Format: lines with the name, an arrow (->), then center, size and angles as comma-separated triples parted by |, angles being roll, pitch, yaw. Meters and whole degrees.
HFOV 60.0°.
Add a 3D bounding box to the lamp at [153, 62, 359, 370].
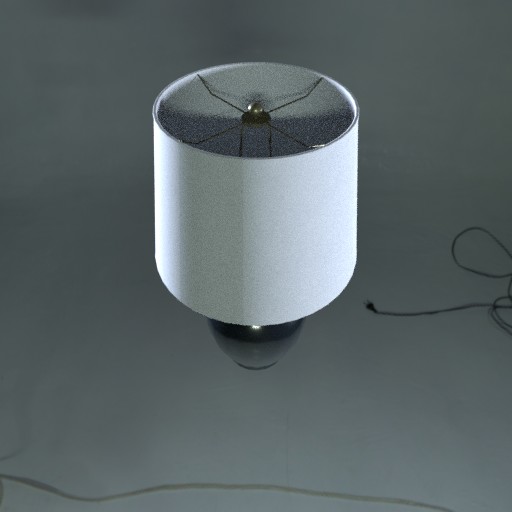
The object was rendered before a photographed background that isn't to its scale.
lamp -> 0.000, 0.000, 0.549 | 0.239, 0.399, 0.239 | 0, 45, 0
